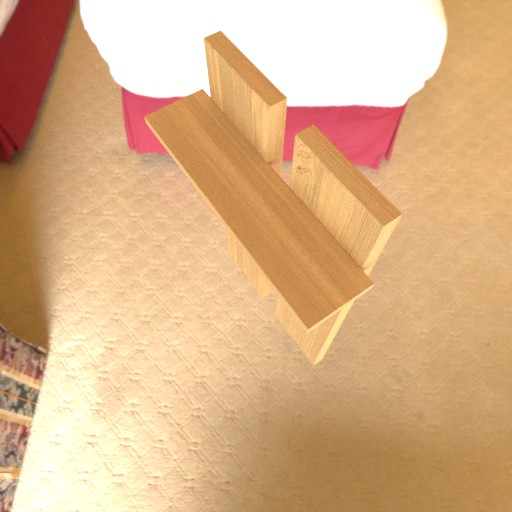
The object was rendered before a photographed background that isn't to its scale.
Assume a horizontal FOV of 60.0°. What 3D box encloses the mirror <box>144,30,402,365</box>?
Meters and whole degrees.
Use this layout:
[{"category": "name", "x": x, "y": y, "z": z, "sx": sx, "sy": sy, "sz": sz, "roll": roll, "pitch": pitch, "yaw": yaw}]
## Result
[{"category": "mirror", "x": 0.000, "y": 0.000, "z": 1.584, "sx": 0.260, "sy": 1.250, "sz": 0.800, "roll": -32, "pitch": 68, "yaw": -15}]
